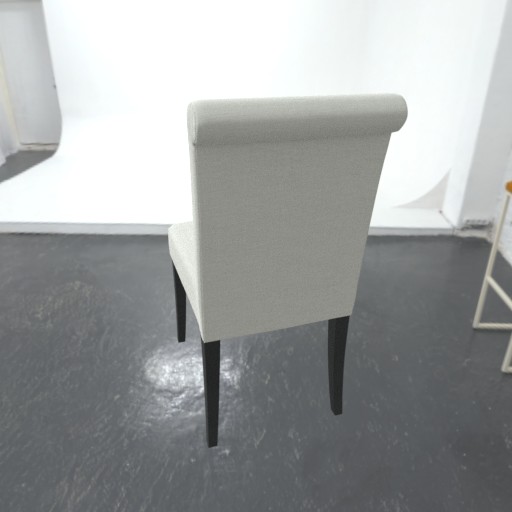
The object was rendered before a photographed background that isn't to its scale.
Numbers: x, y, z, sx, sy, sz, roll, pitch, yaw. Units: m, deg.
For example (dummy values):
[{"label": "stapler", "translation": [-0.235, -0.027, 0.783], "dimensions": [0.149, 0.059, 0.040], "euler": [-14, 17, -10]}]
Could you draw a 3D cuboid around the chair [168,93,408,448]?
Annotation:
[{"label": "chair", "translation": [0.000, 0.000, 1.345], "dimensions": [0.452, 0.976, 0.708], "euler": [-8, 27, -16]}]
